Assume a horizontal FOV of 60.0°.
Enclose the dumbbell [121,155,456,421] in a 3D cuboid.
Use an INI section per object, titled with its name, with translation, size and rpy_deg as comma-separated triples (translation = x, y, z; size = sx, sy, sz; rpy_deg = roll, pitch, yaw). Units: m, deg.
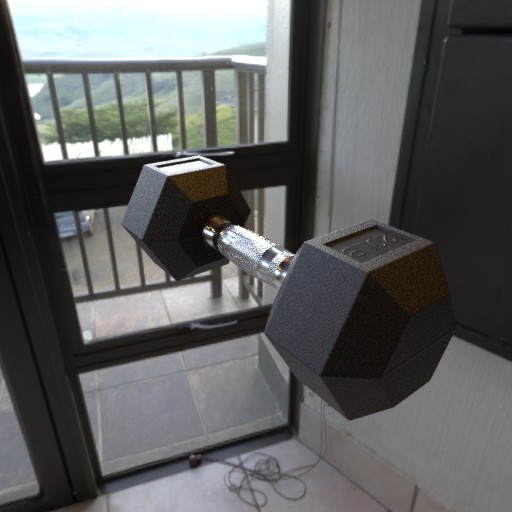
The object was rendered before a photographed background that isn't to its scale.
[dumbbell]
translation = 0.000, 0.000, 0.318
size = 0.106, 0.092, 0.272
rpy_deg = -19, 32, -33
